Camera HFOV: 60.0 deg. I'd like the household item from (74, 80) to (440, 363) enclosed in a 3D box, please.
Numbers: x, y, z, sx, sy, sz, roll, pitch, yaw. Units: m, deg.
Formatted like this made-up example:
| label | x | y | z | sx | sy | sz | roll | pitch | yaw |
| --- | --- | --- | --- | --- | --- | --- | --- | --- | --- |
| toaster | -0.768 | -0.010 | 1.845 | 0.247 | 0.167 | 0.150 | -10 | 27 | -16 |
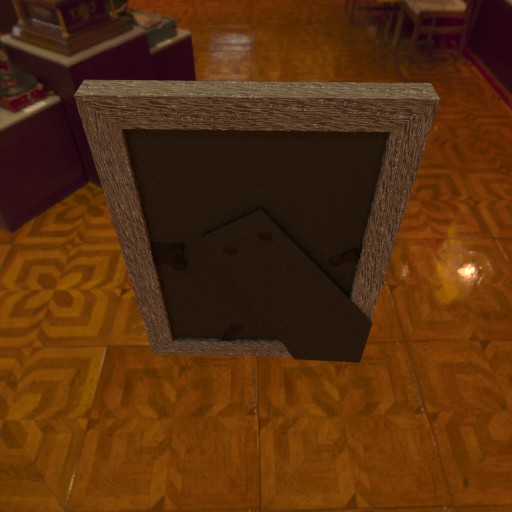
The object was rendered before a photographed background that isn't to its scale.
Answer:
| label | x | y | z | sx | sy | sz | roll | pitch | yaw |
| --- | --- | --- | --- | --- | --- | --- | --- | --- | --- |
| household item | 0.000 | 0.000 | 0.273 | 0.160 | 0.210 | 0.020 | 1 | 46 | 1 |
